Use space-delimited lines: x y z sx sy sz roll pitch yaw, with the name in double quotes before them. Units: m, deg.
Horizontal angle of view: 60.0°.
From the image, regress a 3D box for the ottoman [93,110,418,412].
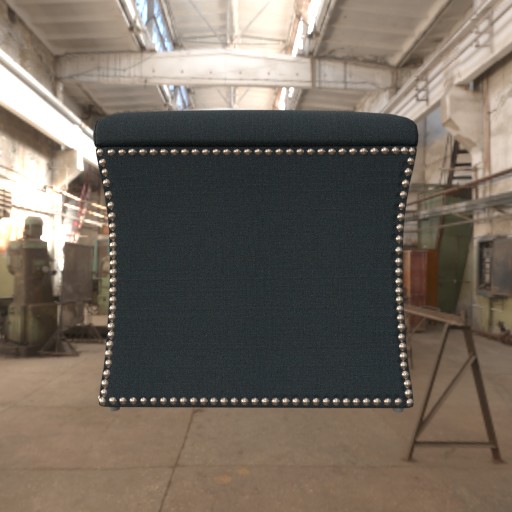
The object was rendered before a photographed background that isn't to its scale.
"ottoman" 0.000 0.000 0.895 0.507 0.475 0.497 0 -1 1
